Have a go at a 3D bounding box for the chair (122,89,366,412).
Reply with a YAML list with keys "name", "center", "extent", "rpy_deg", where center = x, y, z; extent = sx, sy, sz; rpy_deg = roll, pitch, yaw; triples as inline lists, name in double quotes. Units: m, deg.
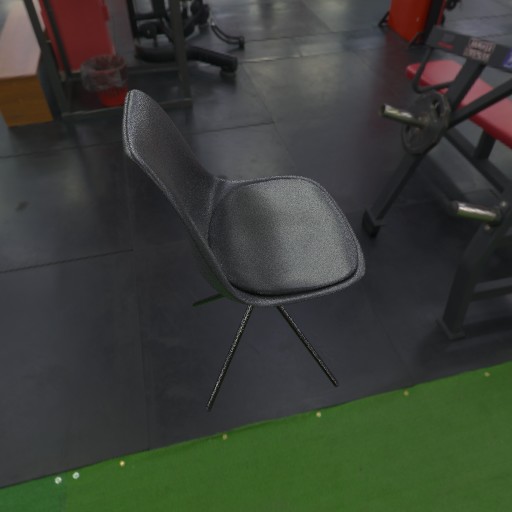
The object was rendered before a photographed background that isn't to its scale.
- name: "chair"
  center: [0.000, 0.000, 1.179]
  extent: [0.525, 0.850, 0.461]
  rpy_deg: [-8, 47, -8]
